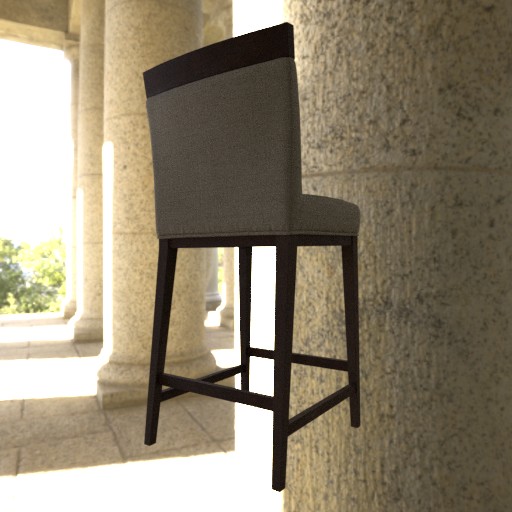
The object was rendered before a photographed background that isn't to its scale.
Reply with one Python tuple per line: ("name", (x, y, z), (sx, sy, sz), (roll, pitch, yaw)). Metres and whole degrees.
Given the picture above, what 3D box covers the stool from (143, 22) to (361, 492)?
("stool", (0.000, 0.000, 1.383), (0.511, 1.117, 0.531), (0, 0, 35))
